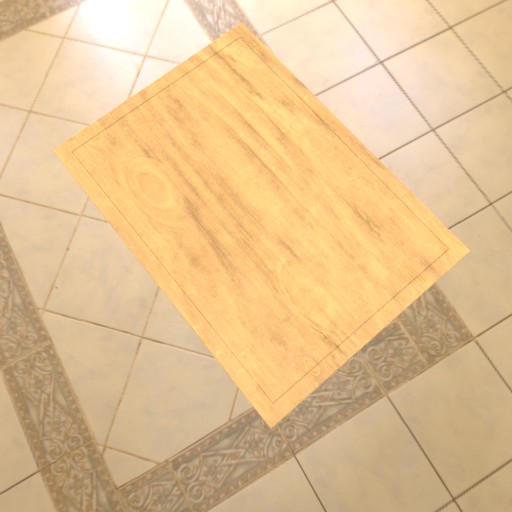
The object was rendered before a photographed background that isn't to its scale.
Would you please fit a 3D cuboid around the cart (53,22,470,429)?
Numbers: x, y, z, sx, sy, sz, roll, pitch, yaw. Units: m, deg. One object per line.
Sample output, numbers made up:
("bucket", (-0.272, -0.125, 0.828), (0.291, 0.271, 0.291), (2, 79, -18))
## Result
("cart", (0.000, 0.000, 1.436), (0.567, 0.920, 0.797), (-39, 78, -10))
